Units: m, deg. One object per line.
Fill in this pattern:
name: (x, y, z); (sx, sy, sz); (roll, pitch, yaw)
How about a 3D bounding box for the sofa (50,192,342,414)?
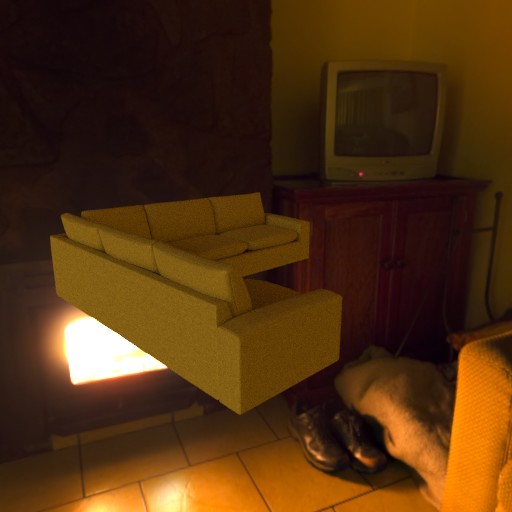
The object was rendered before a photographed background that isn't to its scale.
sofa: (0.000, 0.000, 4.088); (2.742, 0.800, 2.622); (-14, 20, -42)
